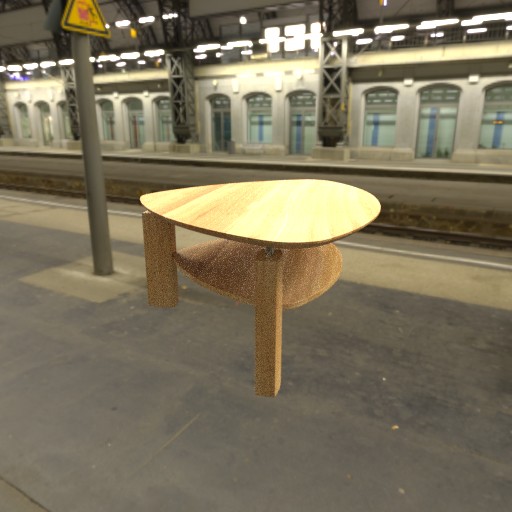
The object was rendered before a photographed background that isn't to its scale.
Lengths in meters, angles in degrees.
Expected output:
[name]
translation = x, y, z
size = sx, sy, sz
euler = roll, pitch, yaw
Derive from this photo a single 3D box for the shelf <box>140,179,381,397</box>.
[shelf]
translation = 0.000, 0.000, 1.670
size = 0.863, 0.439, 1.240
euler = 3, 16, 9
